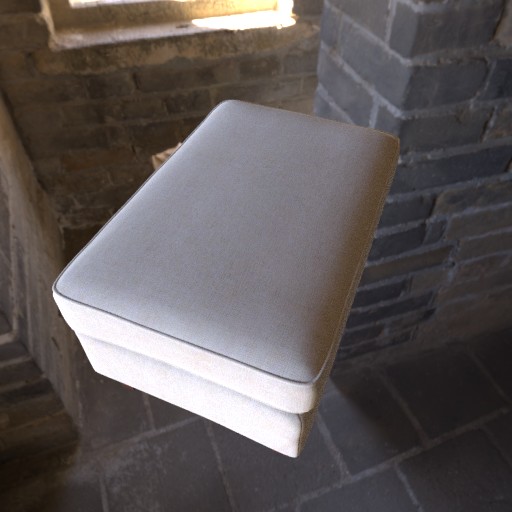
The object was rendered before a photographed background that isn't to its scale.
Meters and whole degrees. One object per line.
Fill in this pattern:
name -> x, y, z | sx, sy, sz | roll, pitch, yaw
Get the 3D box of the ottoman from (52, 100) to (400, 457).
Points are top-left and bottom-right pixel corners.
ottoman -> 0.000, 0.000, 1.227 | 0.583, 0.484, 0.862 | 17, 49, 15
